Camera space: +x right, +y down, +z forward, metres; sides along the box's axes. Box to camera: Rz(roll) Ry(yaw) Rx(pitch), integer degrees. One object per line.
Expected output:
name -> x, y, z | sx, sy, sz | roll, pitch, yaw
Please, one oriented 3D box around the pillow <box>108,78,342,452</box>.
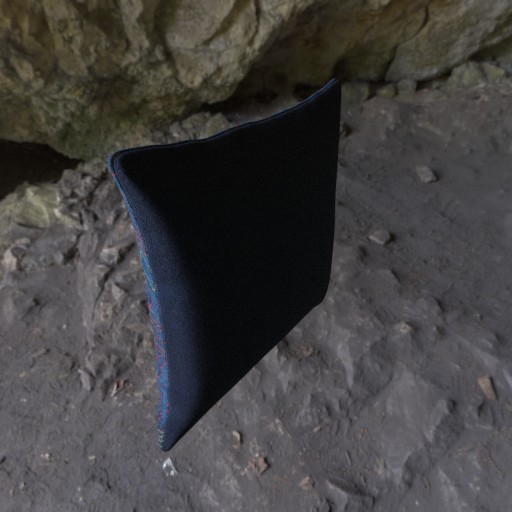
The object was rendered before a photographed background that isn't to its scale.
pillow -> 0.000, 0.000, 0.646 | 0.141, 0.431, 0.431 | 21, 37, 31
